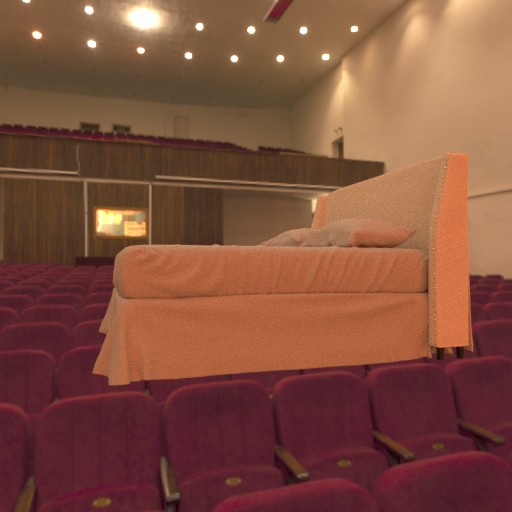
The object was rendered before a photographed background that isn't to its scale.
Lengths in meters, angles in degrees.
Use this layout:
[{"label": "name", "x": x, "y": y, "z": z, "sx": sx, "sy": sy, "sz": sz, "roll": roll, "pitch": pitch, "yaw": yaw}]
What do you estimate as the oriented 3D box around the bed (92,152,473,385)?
[{"label": "bed", "x": 0.000, "y": 0.000, "z": 3.366, "sx": 2.276, "sy": 1.332, "sz": 1.925, "roll": 0, "pitch": -1, "yaw": -18}]
